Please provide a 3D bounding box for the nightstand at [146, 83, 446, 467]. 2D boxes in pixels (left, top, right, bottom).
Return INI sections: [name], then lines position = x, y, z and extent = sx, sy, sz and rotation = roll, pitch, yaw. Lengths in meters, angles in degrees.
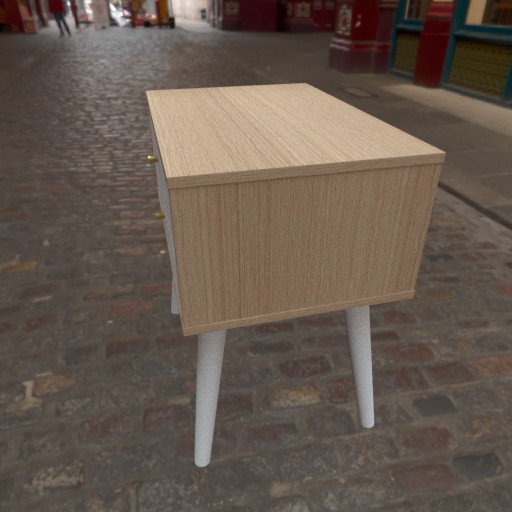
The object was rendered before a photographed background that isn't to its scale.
[nightstand]
position = 0.000, 0.000, 0.976
extent = 0.407, 0.610, 0.571
rotation = -8, 32, -13
